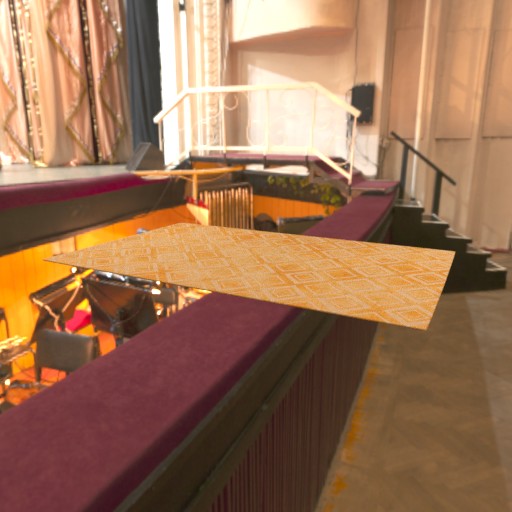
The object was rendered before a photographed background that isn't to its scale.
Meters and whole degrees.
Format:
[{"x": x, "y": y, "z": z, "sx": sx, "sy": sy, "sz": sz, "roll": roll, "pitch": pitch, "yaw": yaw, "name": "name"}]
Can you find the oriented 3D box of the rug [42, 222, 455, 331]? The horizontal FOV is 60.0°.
[{"x": 0.000, "y": 0.000, "z": 3.054, "sx": 2.424, "sy": 0.010, "sz": 1.511, "roll": 8, "pitch": 17, "yaw": 27, "name": "rug"}]
